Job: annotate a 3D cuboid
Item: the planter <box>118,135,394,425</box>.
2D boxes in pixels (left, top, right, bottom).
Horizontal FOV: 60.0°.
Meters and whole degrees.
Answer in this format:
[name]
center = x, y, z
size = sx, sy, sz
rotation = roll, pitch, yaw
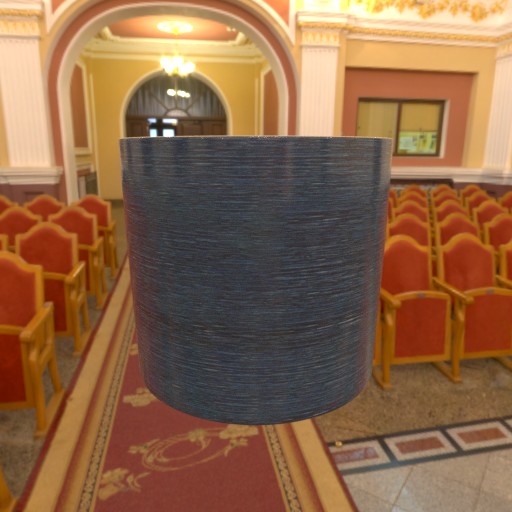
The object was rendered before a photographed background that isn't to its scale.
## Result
[planter]
center = 0.000, 0.000, 0.396
size = 0.221, 0.201, 0.221
rotation = 0, 14, 0
